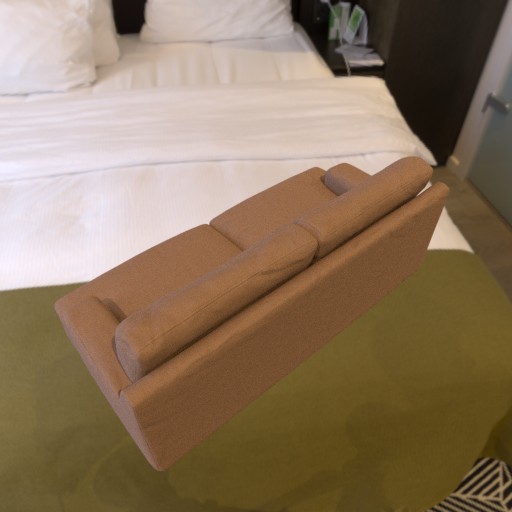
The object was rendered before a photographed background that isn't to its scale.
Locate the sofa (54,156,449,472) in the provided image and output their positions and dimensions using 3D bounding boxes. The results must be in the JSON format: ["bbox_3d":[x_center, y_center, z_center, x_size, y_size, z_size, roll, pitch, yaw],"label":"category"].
[{"bbox_3d":[0.000,0.000,2.763,2.274,0.950,1.140,-31,52,-27],"label":"sofa"}]
